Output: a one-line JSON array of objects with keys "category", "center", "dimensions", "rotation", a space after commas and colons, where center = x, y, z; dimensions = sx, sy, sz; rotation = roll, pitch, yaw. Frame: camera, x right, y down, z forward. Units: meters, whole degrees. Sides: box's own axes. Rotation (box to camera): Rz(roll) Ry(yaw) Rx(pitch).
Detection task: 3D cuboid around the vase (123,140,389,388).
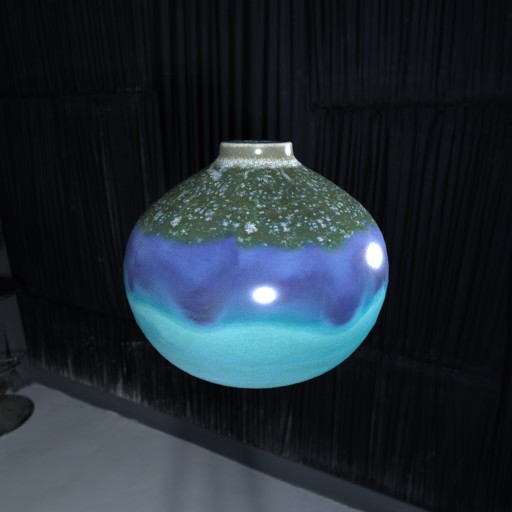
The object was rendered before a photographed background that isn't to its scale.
[{"category": "vase", "center": [0.000, 0.000, 0.266], "dimensions": [0.154, 0.133, 0.154], "rotation": [0, 17, 0]}]
